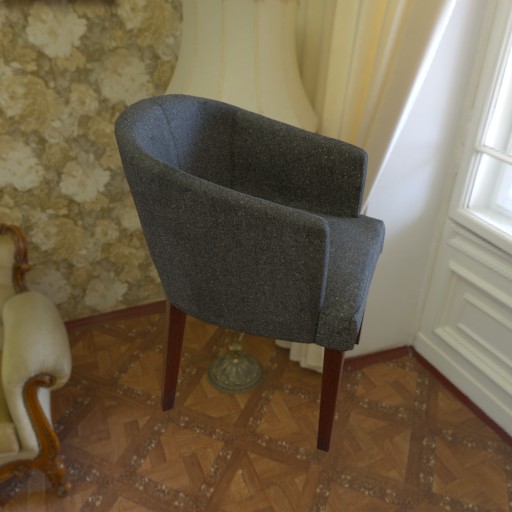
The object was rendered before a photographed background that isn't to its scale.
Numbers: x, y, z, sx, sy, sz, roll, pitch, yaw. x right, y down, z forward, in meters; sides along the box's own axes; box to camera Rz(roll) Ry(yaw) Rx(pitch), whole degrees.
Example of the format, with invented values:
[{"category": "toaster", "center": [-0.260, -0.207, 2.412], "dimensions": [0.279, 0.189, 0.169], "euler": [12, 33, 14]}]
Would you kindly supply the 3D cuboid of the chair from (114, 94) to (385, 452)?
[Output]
[{"category": "chair", "center": [0.000, 0.000, 1.248], "dimensions": [0.655, 0.811, 0.583], "euler": [11, 32, 18]}]
